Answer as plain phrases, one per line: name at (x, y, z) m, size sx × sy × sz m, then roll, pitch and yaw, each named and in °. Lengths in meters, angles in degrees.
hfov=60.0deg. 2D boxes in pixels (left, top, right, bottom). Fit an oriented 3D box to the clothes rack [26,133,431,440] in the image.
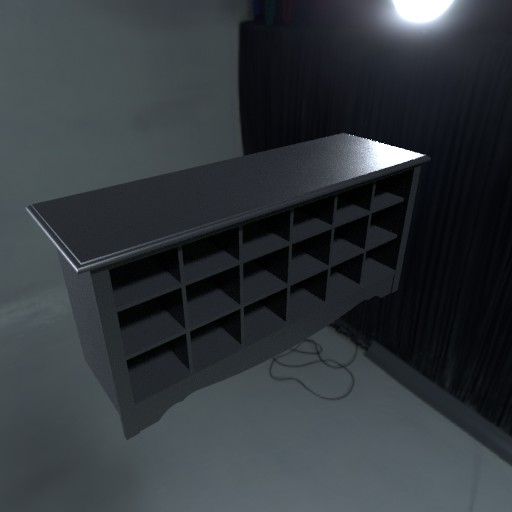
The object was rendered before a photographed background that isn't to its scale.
clothes rack at (0.000, 0.000, 1.483) m, size 1.219 × 0.556 × 0.406 m, roll -21°, pitch 36°, yaw -32°
